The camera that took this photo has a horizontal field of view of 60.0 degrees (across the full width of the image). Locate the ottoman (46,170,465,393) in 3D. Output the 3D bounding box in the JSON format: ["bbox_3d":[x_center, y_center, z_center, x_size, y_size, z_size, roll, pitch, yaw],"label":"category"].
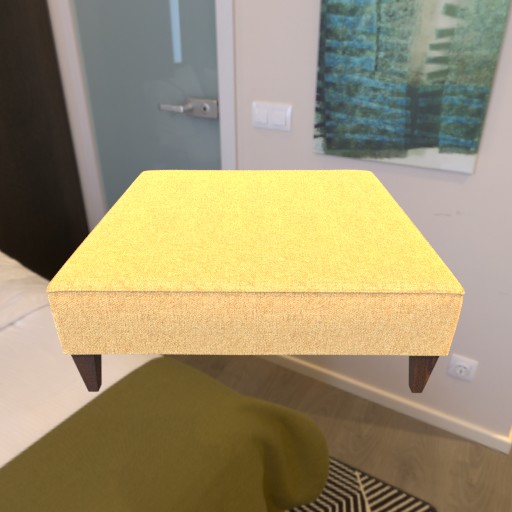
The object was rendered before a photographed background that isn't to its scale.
[{"bbox_3d":[0.000,0.000,1.510,0.981,0.378,0.970,0,27,0],"label":"ottoman"}]
